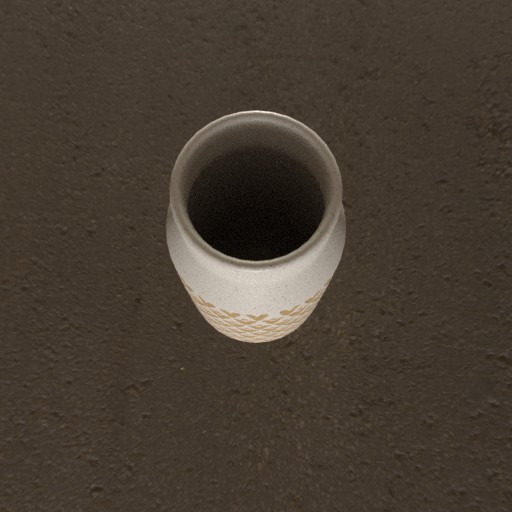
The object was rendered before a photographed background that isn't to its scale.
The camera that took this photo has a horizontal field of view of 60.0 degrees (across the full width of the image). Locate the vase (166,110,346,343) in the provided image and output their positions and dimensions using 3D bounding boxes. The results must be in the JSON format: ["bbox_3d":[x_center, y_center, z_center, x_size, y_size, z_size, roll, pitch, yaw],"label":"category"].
[{"bbox_3d":[0.000,0.000,0.378,0.137,0.307,0.137,0,77,0],"label":"vase"}]
